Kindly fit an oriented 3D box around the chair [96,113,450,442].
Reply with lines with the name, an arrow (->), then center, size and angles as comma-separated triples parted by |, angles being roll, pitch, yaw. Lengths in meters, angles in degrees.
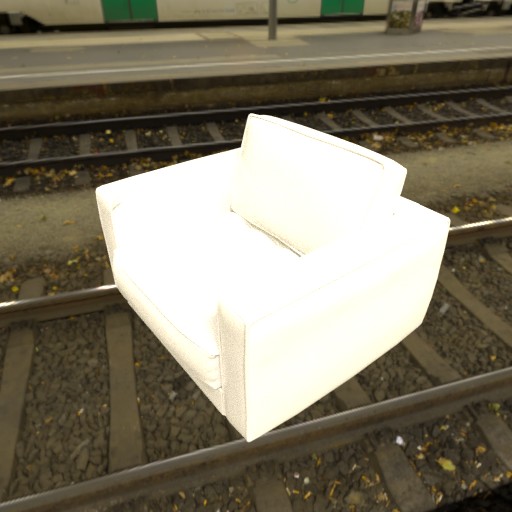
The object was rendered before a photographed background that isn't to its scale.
chair -> 0.000, 0.000, 1.530 | 0.843, 0.773, 0.928 | -23, 40, -31
